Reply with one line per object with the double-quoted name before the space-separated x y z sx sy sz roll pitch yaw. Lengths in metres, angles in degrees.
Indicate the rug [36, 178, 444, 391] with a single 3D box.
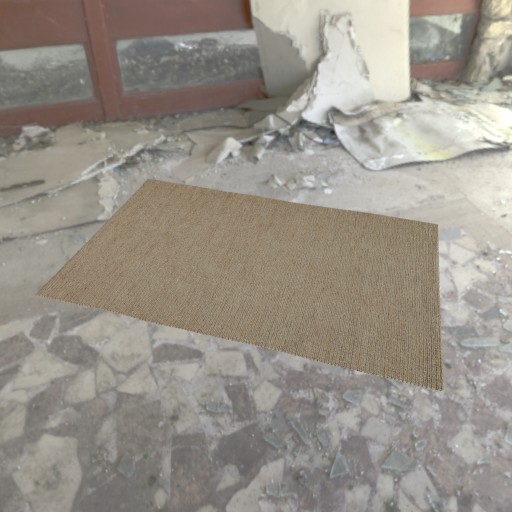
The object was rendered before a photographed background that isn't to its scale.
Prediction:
"rug" 0.000 0.000 3.080 2.439 0.011 1.533 11 40 13
